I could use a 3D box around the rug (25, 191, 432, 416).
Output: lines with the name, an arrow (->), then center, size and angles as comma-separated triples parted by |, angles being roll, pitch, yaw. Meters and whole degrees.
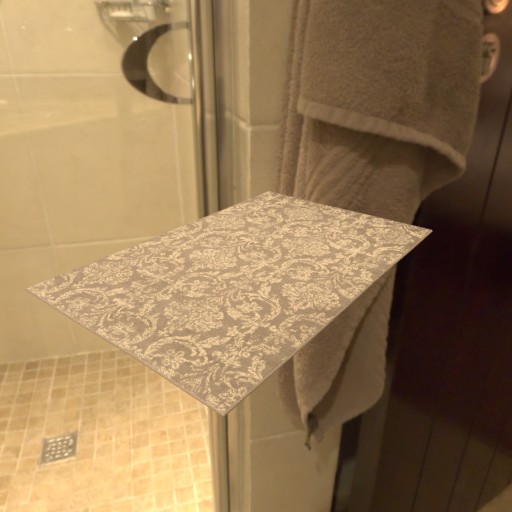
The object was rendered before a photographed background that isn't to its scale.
rug -> 0.000, 0.000, 3.460 | 1.819, 0.018, 2.746 | 19, 32, 34
